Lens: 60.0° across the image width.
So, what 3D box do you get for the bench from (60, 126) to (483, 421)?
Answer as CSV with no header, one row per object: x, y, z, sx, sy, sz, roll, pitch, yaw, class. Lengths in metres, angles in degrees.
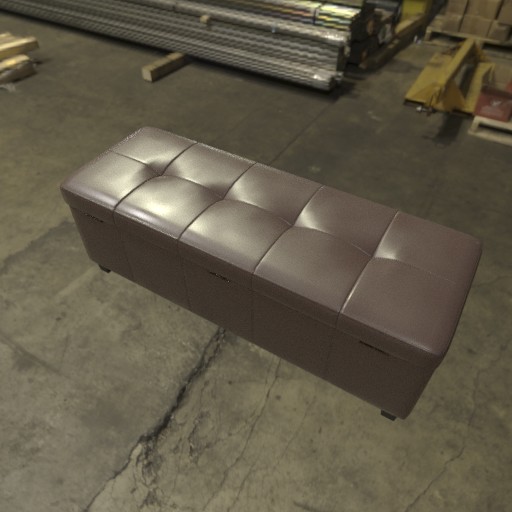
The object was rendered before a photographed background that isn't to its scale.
0.000,0.000,1.440,1.219,0.417,0.450,23,50,21,bench
